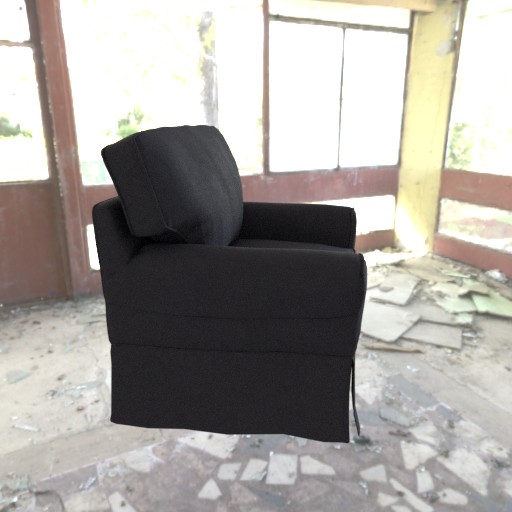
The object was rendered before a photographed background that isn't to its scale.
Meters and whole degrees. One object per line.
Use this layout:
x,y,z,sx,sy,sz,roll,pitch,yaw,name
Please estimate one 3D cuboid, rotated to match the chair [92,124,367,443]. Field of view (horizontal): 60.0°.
0.000,0.000,2.008,1.002,1.140,1.119,3,17,9,chair
